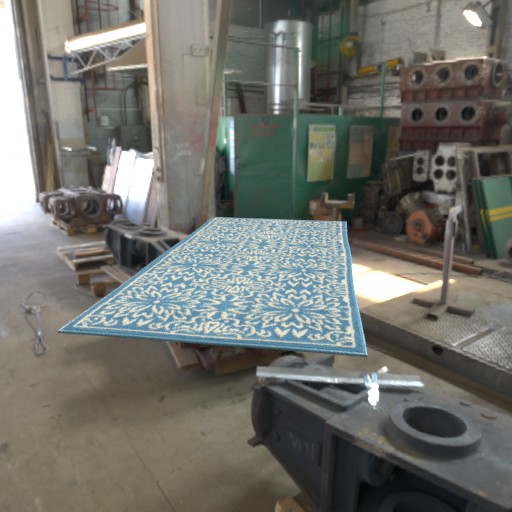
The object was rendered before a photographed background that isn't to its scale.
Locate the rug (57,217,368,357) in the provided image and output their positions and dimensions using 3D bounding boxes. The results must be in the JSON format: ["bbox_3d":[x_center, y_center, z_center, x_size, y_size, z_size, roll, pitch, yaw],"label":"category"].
[{"bbox_3d":[0.000,0.000,1.414,0.604,0.007,1.219,3,16,9],"label":"rug"}]
